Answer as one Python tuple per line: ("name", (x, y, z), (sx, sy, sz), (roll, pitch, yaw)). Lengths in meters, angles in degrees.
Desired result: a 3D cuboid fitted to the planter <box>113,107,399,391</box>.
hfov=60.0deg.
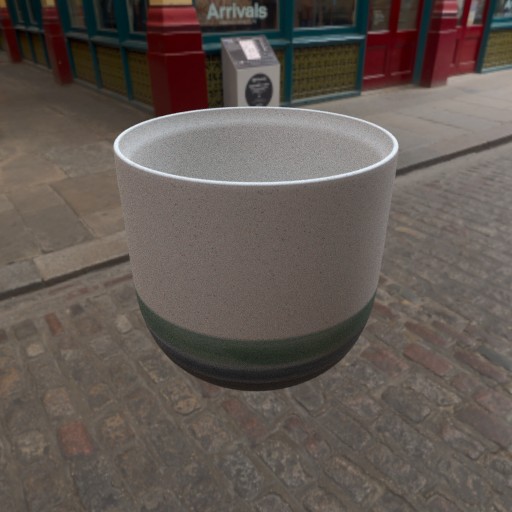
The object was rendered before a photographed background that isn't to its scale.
("planter", (0.000, 0.000, 0.495), (0.268, 0.270, 0.268), (0, 30, 0))
